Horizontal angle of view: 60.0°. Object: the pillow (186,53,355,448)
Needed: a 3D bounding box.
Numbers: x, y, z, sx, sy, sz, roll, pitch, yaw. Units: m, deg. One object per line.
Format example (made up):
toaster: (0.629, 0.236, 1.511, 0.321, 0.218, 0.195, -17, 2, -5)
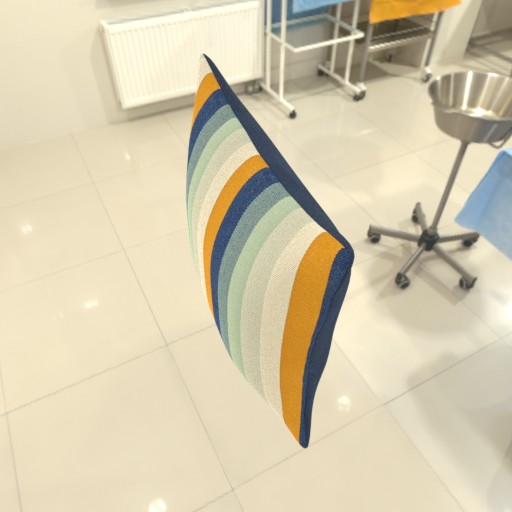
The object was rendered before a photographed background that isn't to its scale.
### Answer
pillow: (0.000, 0.000, 0.695, 0.173, 0.454, 0.463, -16, 48, -14)
